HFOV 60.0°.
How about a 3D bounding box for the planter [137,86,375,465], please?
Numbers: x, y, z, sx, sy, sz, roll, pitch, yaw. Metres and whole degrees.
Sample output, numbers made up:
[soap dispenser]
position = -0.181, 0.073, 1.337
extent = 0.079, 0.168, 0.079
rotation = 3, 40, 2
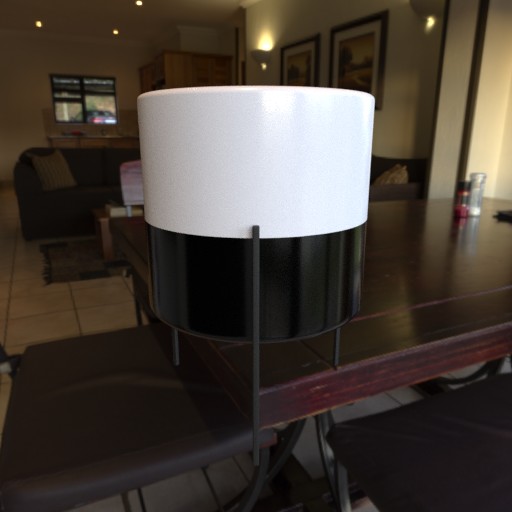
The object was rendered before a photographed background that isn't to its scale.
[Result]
[planter]
position = 0.000, 0.000, 0.639
extent = 0.310, 0.432, 0.310
rotation = -15, 21, -43
